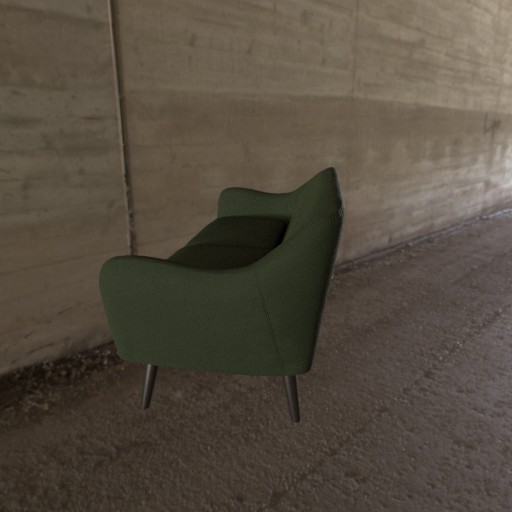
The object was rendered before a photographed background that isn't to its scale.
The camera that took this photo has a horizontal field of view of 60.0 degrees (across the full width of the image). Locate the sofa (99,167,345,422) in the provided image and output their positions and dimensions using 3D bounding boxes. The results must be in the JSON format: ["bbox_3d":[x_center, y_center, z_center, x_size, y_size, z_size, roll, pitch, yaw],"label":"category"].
[{"bbox_3d":[0.000,0.000,2.308,0.820,0.836,1.840,2,16,8],"label":"sofa"}]
